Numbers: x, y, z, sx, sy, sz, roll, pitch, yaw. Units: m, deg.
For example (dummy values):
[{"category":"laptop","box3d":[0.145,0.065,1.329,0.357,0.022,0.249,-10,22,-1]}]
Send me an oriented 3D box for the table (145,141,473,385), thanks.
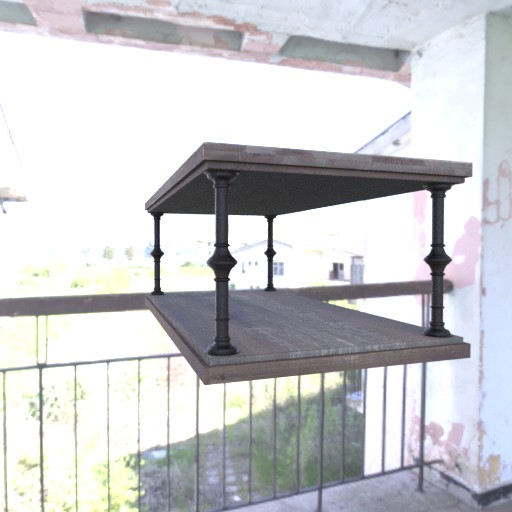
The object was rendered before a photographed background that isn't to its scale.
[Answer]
[{"category":"table","box3d":[0.000,0.000,1.327,0.554,0.399,1.088,0,1,-19]}]
